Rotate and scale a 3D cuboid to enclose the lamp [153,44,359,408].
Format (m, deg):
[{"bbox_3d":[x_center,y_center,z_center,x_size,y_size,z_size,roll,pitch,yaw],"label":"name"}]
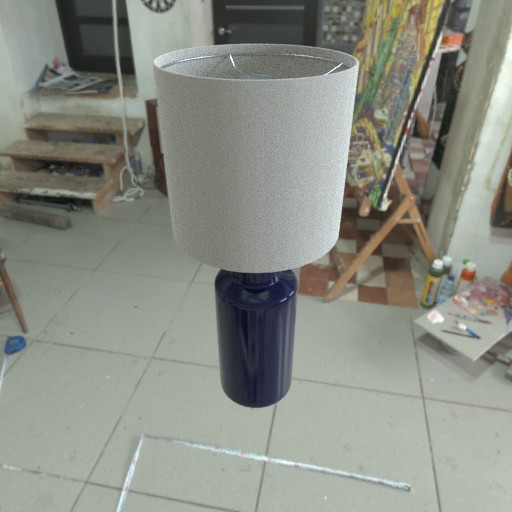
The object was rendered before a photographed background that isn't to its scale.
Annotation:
[{"bbox_3d":[0.000,0.000,0.598,0.212,0.493,0.212,-10,35,-15],"label":"lamp"}]
